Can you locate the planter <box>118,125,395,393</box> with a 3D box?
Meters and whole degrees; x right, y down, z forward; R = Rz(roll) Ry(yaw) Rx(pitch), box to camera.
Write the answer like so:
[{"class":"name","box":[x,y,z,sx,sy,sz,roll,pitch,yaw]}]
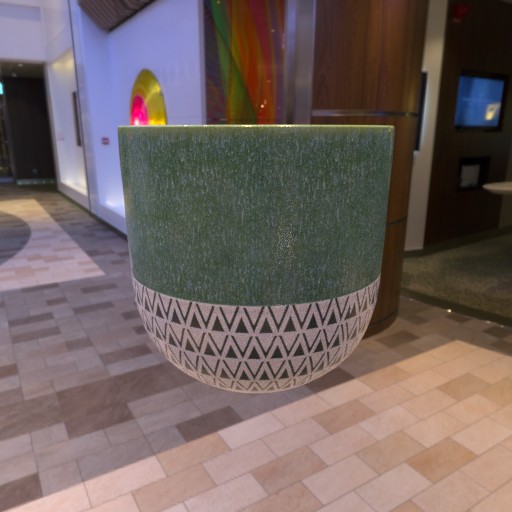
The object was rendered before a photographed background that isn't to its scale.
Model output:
[{"class":"planter","box":[0.000,0.000,0.480,0.266,0.270,0.266,0,16,0]}]
